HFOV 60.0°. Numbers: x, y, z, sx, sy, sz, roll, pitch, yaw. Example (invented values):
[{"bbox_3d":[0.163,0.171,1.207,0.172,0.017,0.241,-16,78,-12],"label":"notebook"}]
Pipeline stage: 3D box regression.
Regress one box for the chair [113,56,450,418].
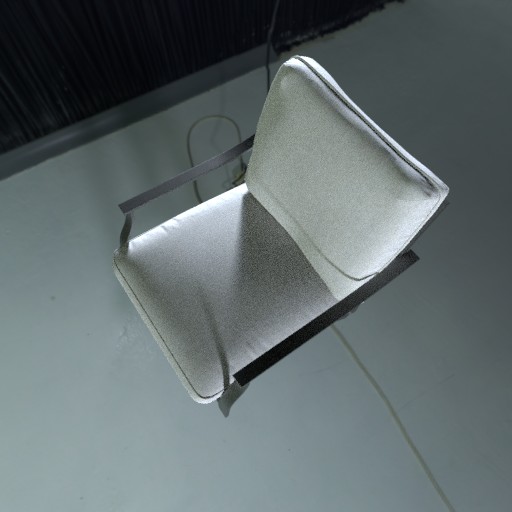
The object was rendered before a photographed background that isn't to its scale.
[{"bbox_3d":[0.000,0.000,1.397,0.787,0.860,0.650,-32,68,-15],"label":"chair"}]
